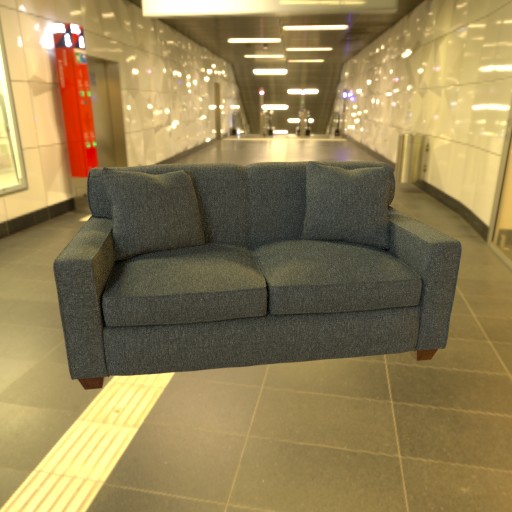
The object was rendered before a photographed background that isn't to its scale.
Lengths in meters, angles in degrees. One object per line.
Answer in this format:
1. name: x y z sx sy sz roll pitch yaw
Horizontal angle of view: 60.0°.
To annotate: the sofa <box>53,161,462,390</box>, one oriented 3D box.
1. sofa: 0.000 0.000 2.427 1.846 0.958 0.998 -3 19 -8
